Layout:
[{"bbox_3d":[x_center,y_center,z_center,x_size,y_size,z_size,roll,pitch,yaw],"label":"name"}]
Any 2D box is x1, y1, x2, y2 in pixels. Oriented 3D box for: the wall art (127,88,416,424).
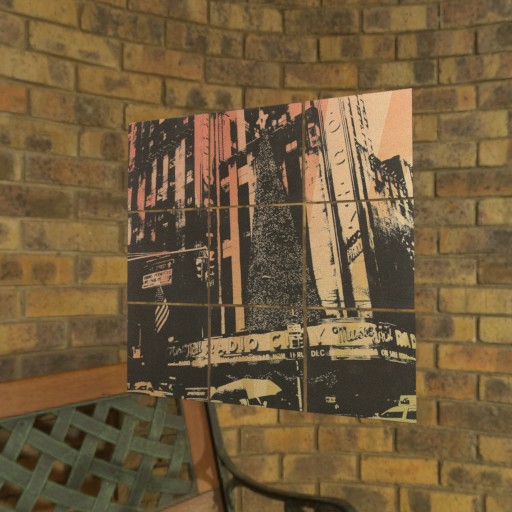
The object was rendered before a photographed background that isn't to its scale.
[{"bbox_3d":[0.000,0.000,1.362,0.919,0.917,0.010,-1,-2,19],"label":"wall art"}]
